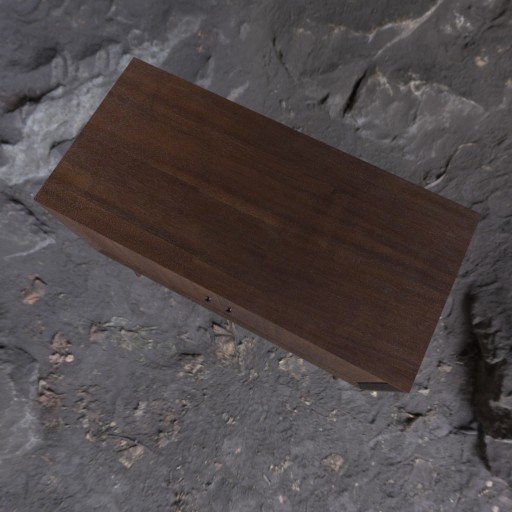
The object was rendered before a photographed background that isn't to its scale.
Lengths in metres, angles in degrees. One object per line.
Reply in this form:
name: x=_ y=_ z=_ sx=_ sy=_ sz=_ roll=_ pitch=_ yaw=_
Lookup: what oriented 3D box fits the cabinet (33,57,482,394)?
cabinet: x=0.000 y=0.000 z=1.126 sx=0.743 sy=0.654 sz=0.354 roll=26 pitch=76 yaw=7
